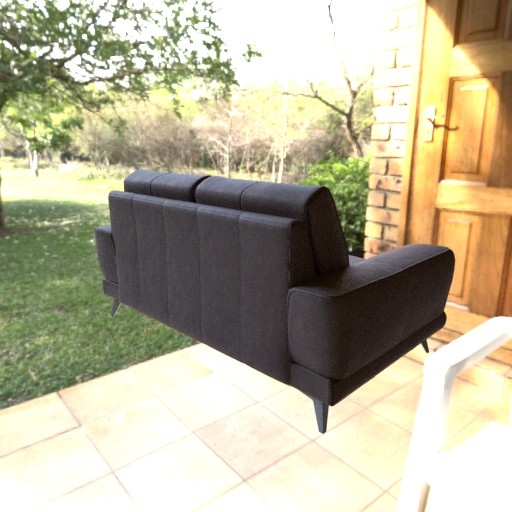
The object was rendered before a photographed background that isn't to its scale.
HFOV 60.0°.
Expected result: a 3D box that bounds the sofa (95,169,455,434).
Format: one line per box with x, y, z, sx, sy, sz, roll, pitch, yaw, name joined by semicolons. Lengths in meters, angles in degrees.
0.000;0.000;2.430;1.806;0.907;1.018;14;21;43;sofa
